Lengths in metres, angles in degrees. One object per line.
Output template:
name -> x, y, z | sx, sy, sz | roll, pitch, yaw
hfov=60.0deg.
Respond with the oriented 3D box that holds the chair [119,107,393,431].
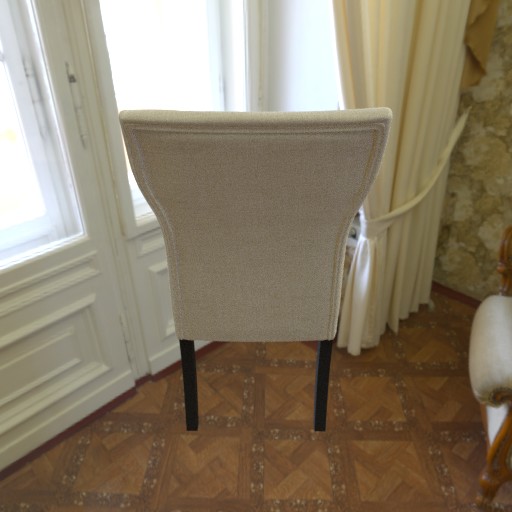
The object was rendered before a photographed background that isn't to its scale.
chair -> 0.000, 0.000, 1.257 | 0.509, 0.921, 0.597 | 0, 30, 0
